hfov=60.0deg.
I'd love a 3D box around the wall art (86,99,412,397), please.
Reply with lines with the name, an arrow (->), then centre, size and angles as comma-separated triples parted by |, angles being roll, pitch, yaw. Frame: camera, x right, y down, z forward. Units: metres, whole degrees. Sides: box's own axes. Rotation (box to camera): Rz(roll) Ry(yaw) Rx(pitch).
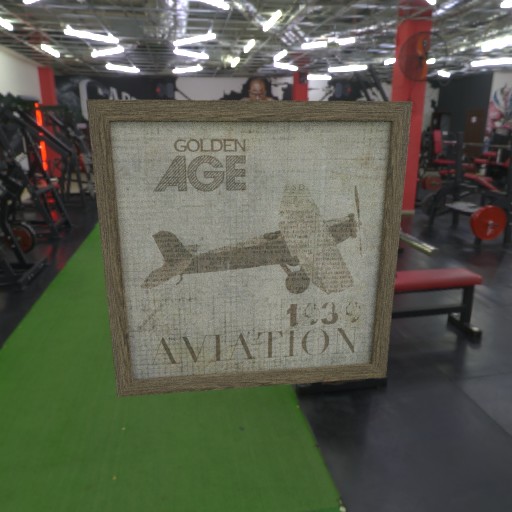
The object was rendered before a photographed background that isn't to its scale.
wall art -> 0.000, 0.000, 0.768 | 0.508, 0.508, 0.019 | -2, 17, -7
